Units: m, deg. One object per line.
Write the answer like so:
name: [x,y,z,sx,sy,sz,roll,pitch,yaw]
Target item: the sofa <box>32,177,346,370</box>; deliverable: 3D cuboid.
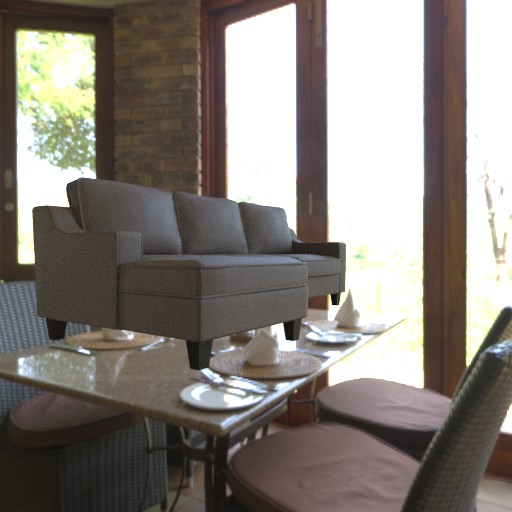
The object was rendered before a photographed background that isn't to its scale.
sofa: [0.000,0.000,3.162,1.294,0.928,2.561,0,0,36]
